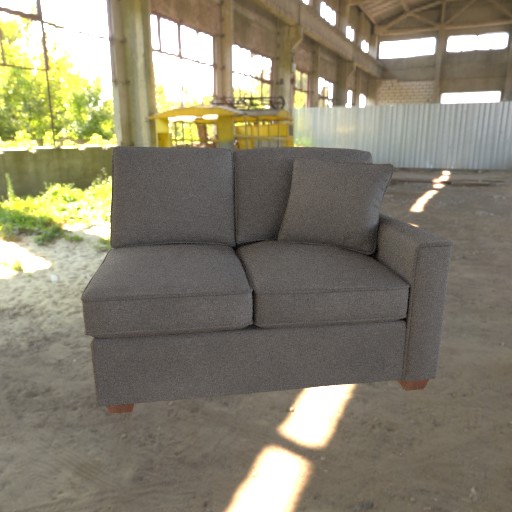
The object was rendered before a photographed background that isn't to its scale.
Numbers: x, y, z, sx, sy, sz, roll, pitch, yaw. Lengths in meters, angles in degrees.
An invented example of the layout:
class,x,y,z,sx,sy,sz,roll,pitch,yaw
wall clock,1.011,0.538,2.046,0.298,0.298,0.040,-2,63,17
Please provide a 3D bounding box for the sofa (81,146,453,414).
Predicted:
class,x,y,z,sx,sy,sz,roll,pitch,yaw
sofa,0.000,0.000,2.067,1.388,0.989,0.991,-2,15,-8
